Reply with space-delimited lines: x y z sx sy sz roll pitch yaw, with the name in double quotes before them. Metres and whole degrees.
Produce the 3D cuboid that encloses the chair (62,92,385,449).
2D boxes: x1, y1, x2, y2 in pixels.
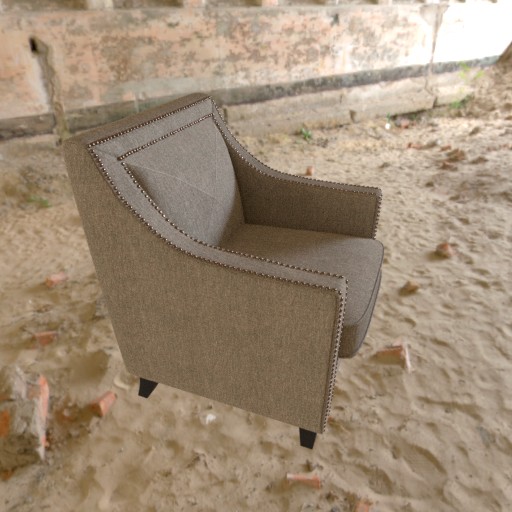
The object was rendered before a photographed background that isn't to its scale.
"chair" 0.000 0.000 1.614 0.884 0.967 0.776 11 32 18
